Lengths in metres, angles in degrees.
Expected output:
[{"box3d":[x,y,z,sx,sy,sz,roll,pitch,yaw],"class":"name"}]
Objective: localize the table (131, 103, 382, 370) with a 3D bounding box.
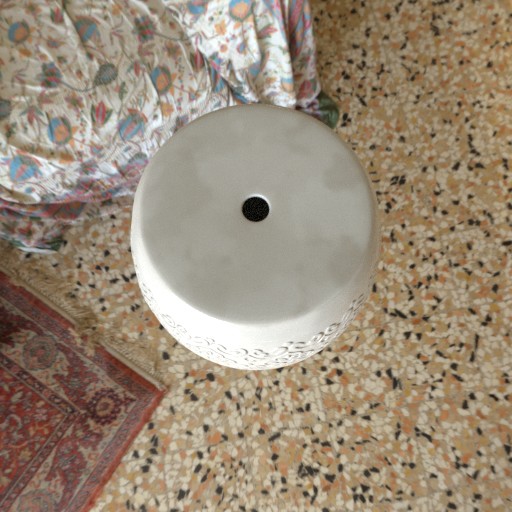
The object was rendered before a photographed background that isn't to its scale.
[{"box3d":[0.000,0.000,0.620,0.309,0.397,0.309,0,76,0],"class":"table"}]
